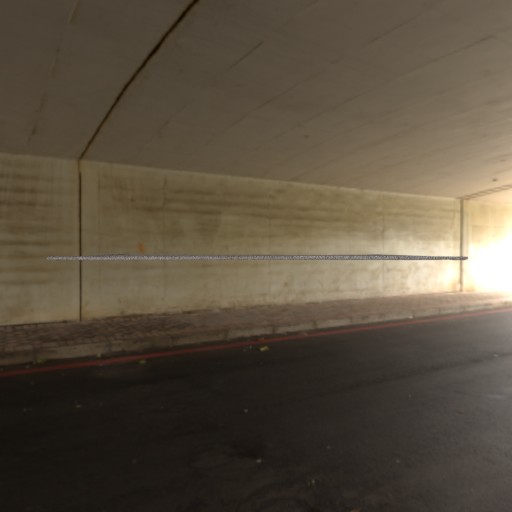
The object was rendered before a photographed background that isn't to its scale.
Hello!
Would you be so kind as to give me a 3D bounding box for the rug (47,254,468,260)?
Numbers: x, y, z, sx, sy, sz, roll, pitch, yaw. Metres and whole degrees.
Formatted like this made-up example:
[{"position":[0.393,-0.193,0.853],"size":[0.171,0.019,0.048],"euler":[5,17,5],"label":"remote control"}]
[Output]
[{"position":[0.000,0.000,4.881],"size":[2.873,0.053,3.778],"euler":[0,0,0],"label":"rug"}]
